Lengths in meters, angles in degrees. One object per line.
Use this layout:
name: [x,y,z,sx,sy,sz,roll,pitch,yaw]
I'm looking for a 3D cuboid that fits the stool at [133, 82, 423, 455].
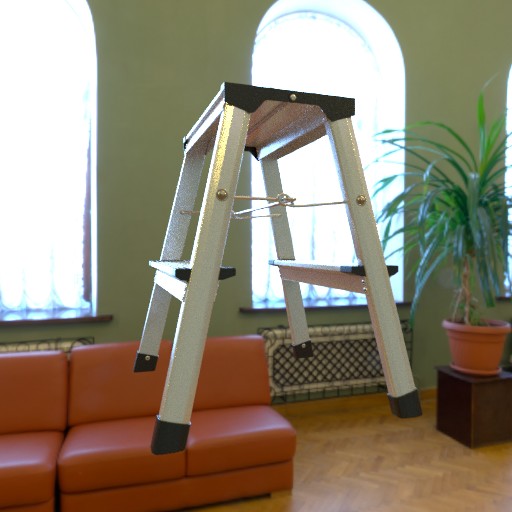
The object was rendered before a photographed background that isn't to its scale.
stool: [0.000,0.000,0.793,0.405,0.480,0.404,0,1,-19]
